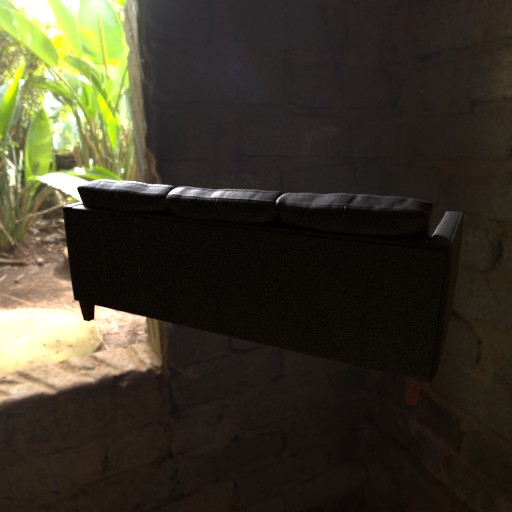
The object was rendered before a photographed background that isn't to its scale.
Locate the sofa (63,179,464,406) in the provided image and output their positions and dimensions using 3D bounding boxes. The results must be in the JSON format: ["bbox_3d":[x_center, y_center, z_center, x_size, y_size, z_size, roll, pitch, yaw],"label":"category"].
[{"bbox_3d":[0.000,0.000,2.984,2.464,1.006,1.045,8,17,26],"label":"sofa"}]
